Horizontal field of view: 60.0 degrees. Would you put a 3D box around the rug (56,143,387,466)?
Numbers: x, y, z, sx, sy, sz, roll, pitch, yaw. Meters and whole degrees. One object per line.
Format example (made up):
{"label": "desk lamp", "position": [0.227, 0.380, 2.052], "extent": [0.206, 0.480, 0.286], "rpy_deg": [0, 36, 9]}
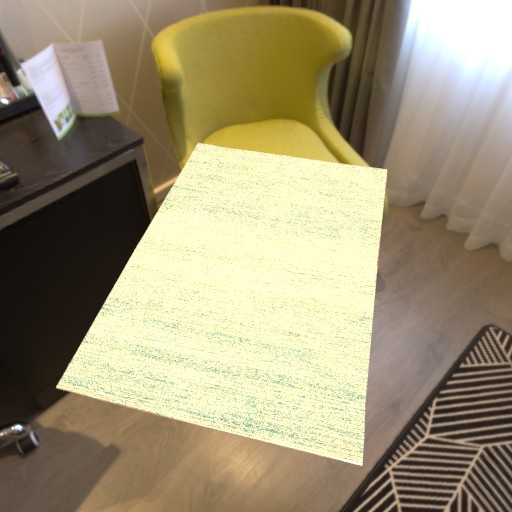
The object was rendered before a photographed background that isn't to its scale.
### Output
{"label": "rug", "position": [0.000, 0.000, 2.926], "extent": [1.593, 0.029, 2.305], "rpy_deg": [11, 49, 9]}
